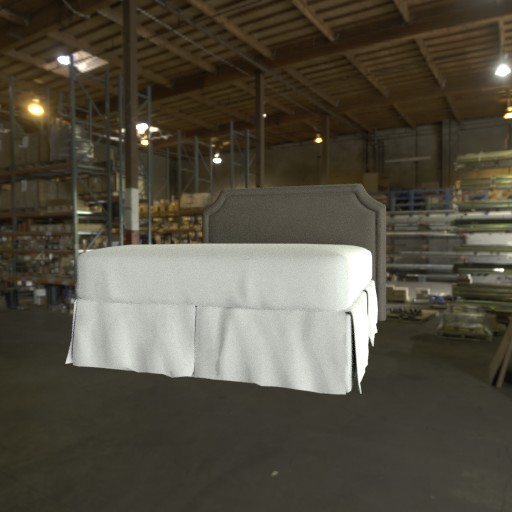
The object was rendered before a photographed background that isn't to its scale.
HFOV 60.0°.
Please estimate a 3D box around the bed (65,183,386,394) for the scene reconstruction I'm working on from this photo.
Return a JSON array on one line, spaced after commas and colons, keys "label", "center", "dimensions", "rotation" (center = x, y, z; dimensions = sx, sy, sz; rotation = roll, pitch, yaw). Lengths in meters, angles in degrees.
[{"label": "bed", "center": [0.000, 0.000, 3.337], "dimensions": [1.831, 1.297, 2.181], "rotation": [0, 2, 18]}]
